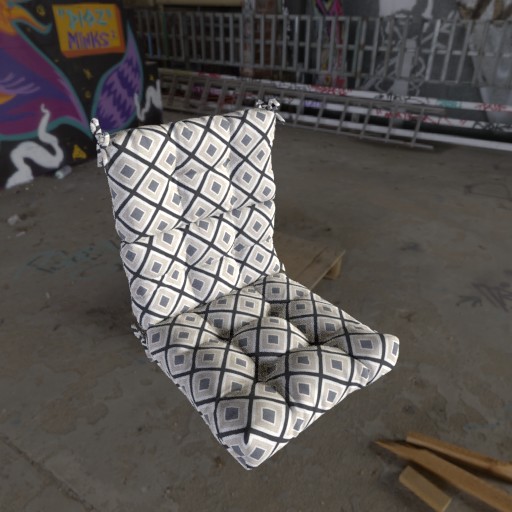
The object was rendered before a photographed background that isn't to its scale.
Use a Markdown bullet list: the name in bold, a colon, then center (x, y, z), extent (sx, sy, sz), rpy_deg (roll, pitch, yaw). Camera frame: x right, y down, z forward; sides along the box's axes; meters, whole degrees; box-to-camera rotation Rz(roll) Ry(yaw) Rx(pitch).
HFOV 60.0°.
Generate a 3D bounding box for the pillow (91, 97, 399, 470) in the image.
- **pillow**: center (0.000, 0.000, 1.031), extent (0.519, 0.605, 0.571), rpy_deg (-21, 36, -32)
